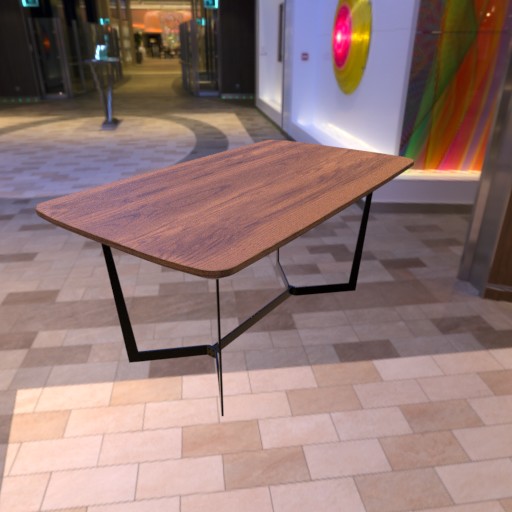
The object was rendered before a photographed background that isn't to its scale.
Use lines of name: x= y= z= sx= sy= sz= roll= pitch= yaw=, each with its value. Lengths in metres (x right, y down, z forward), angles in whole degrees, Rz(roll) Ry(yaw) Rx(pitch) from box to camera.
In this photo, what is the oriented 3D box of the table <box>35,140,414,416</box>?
table: x=0.000 y=0.000 z=2.143 sx=0.949 sy=0.765 sz=1.643 roll=17 pitch=31 yaw=32
